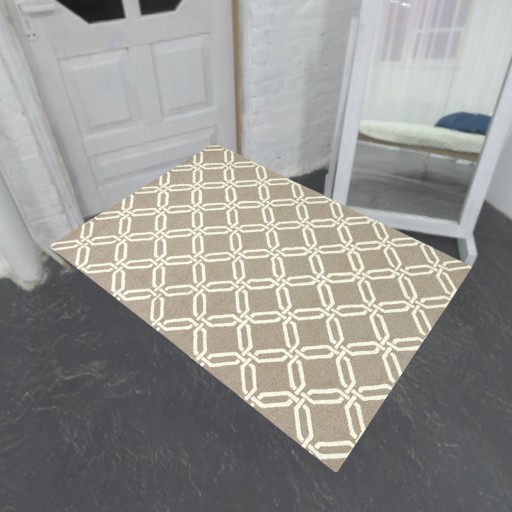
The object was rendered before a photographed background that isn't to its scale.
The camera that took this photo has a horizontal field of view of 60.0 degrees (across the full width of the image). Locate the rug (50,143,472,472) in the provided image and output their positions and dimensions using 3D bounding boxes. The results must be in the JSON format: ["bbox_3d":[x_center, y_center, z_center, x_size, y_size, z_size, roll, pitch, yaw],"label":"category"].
[{"bbox_3d":[0.000,0.000,4.388,3.419,0.020,2.441,31,54,26],"label":"rug"}]
